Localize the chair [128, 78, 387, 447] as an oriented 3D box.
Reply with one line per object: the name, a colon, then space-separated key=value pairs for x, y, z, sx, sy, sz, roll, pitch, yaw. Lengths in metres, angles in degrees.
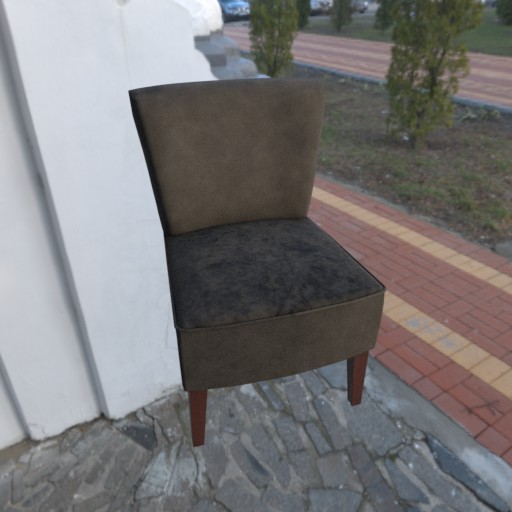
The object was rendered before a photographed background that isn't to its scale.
chair: x=0.000 y=0.000 z=1.177 sx=0.521 sy=0.806 sz=0.554 roll=-9 pitch=32 yaw=-15
